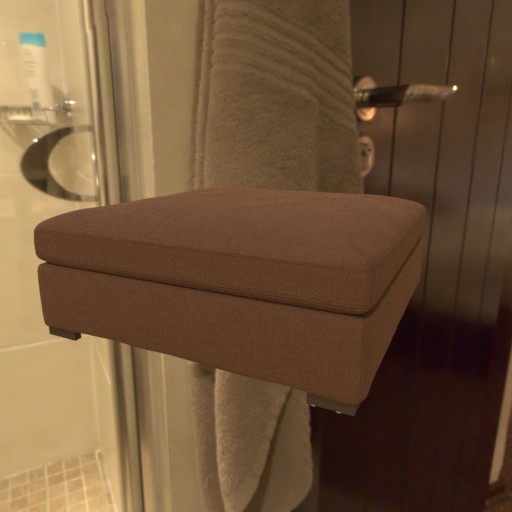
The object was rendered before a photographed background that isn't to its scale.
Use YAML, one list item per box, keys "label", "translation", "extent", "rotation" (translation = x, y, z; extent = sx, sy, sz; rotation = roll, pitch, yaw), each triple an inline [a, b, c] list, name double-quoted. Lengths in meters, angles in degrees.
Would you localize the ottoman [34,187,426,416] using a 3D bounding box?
- label: "ottoman"
  translation: [0.000, 0.000, 1.808]
  extent: [1.181, 0.470, 1.181]
  rotation: [7, 16, 26]
